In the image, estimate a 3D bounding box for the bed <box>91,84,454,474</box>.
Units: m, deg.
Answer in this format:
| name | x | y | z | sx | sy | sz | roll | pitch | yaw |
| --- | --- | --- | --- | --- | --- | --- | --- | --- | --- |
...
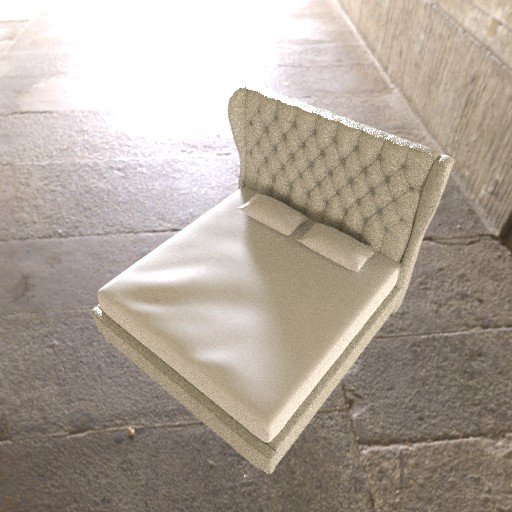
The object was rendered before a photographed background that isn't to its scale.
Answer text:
| name | x | y | z | sx | sy | sz | roll | pitch | yaw |
| --- | --- | --- | --- | --- | --- | --- | --- | --- | --- |
| bed | 0.000 | 0.000 | 3.919 | 2.219 | 1.771 | 2.347 | 30 | 52 | 27 |
